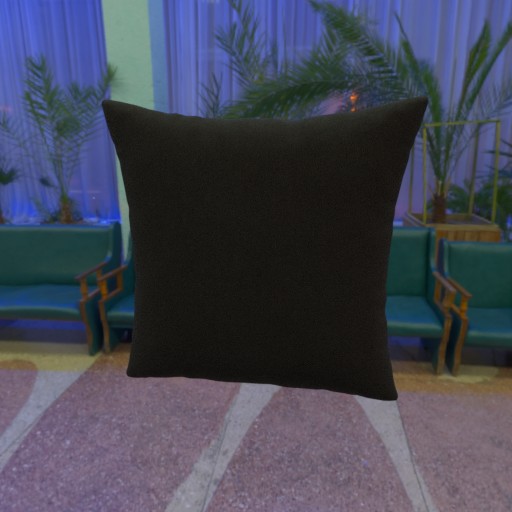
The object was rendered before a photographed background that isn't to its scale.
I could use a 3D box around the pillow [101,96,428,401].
[{"bbox_3d":[0.000,0.000,0.755,0.511,0.509,0.161,3,16,9],"label":"pillow"}]
